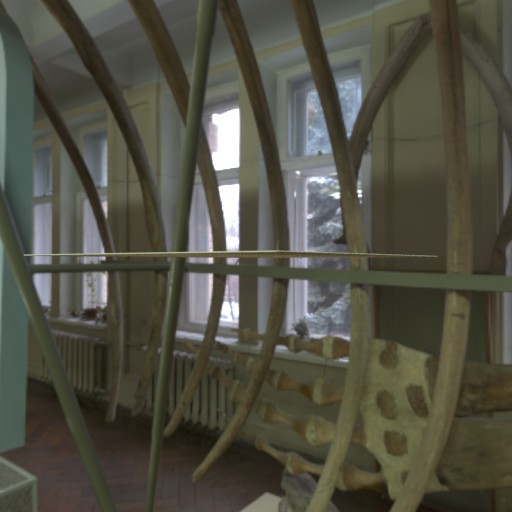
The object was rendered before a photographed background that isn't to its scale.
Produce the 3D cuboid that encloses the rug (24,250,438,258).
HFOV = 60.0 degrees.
[{"bbox_3d":[0.000,0.000,4.079,2.453,0.010,3.037,0,-1,36],"label":"rug"}]
